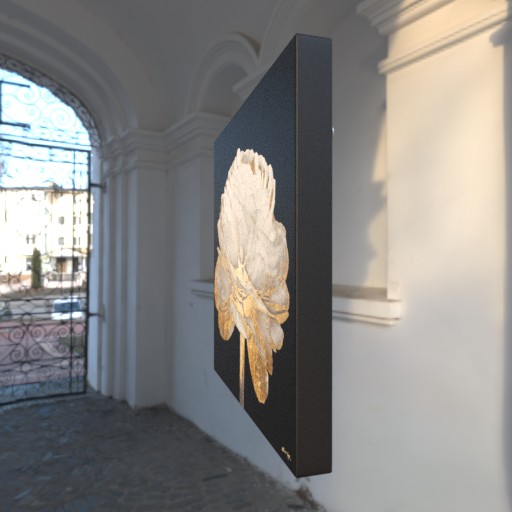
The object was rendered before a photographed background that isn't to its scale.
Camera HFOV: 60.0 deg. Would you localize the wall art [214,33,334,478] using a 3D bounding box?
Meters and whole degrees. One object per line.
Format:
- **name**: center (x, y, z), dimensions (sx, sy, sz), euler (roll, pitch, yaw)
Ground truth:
- **wall art**: center (0.000, 0.000, 0.602), dimensions (0.041, 0.407, 0.406), euler (0, 0, -16)
